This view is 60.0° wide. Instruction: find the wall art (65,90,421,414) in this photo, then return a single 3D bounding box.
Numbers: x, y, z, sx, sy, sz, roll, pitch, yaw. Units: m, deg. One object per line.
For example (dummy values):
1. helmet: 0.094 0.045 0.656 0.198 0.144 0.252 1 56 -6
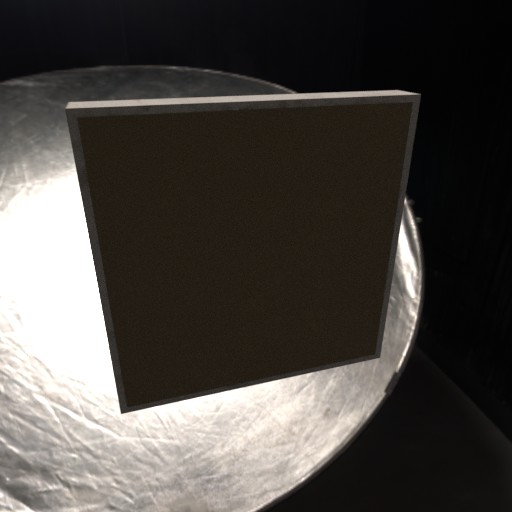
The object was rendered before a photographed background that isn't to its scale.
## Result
1. wall art: 0.000 0.000 0.449 0.305 0.303 0.038 -8 27 -15
